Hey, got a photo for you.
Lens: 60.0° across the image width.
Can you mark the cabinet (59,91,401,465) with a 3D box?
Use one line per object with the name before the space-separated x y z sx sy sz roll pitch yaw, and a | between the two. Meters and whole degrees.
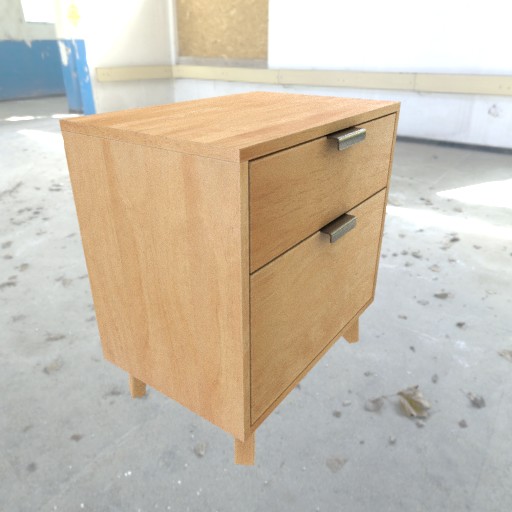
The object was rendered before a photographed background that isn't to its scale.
cabinet | 0.000 0.000 0.949 0.394 0.599 0.551 18 31 32
